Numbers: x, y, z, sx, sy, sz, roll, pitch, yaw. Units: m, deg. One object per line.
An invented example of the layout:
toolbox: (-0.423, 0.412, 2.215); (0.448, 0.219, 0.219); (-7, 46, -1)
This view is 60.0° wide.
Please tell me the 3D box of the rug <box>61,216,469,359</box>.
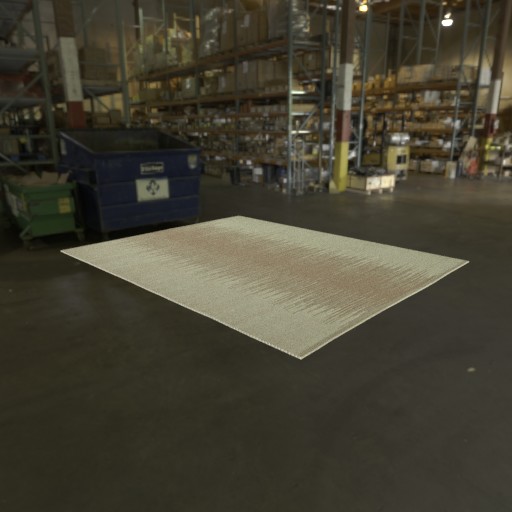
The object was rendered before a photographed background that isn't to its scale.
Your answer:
rug: (0.000, 0.000, 4.208); (3.048, 0.013, 2.438); (15, 22, 42)
